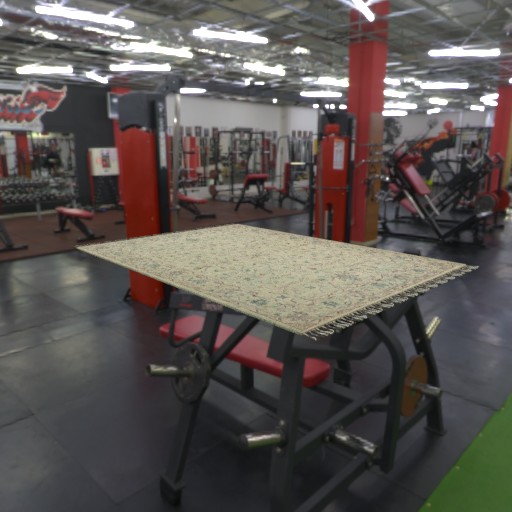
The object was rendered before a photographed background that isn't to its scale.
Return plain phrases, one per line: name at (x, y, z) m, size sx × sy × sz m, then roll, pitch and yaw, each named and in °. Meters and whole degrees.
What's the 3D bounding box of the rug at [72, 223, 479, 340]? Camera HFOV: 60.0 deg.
rug at (0.000, 0.000, 2.334) m, size 1.247 × 0.008 × 1.802 m, roll -12°, pitch 18°, yaw -42°
